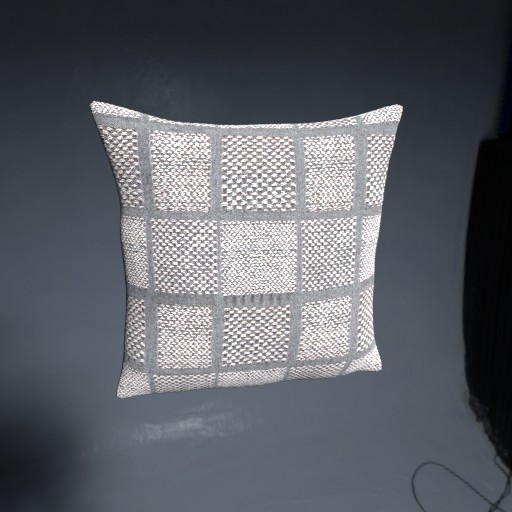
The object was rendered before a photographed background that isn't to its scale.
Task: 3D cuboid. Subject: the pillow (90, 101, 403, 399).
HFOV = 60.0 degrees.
[{"bbox_3d":[0.000,0.000,0.660,0.435,0.432,0.138,-3,17,-10],"label":"pillow"}]
